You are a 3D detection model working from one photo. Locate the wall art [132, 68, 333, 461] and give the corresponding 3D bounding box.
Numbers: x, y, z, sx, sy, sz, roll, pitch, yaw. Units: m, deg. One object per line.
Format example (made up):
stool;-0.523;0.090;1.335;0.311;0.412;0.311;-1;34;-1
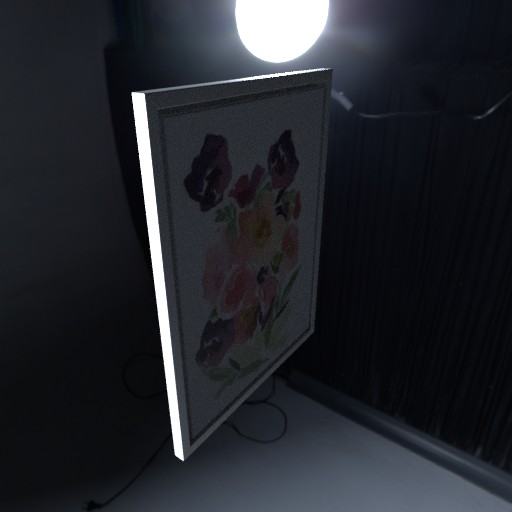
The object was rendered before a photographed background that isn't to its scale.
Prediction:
wall art;0.000;0.000;1.410;0.042;1.056;0.805;18;32;32
